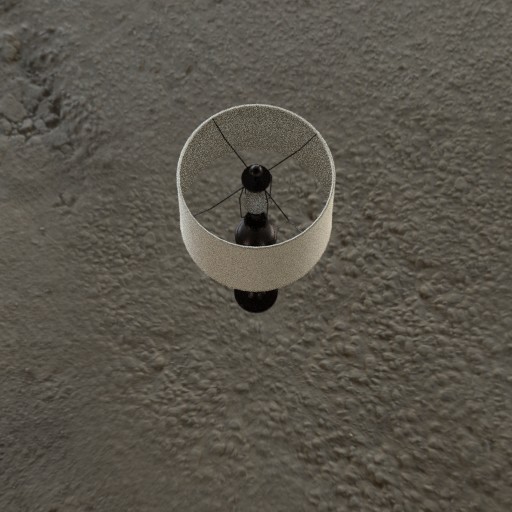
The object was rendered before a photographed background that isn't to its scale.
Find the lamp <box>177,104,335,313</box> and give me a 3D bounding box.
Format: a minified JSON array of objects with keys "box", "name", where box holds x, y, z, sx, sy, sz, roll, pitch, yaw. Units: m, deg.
[{"box":[0.000,0.000,1.678,0.431,1.484,0.431,0,75,0],"name":"lamp"}]
